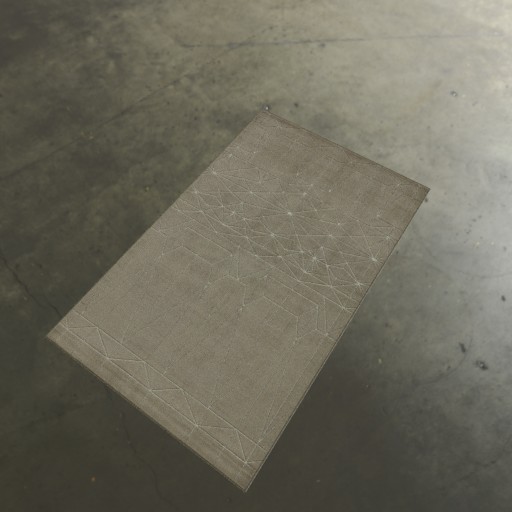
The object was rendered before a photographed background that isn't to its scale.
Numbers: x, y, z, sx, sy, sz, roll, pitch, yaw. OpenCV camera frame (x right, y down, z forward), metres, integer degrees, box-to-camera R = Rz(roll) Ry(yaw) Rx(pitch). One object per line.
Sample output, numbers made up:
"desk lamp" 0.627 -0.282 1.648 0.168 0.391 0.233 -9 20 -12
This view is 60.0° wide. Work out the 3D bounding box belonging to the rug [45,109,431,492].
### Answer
"rug" 0.000 0.000 3.047 1.524 0.012 2.438 31 65 16
